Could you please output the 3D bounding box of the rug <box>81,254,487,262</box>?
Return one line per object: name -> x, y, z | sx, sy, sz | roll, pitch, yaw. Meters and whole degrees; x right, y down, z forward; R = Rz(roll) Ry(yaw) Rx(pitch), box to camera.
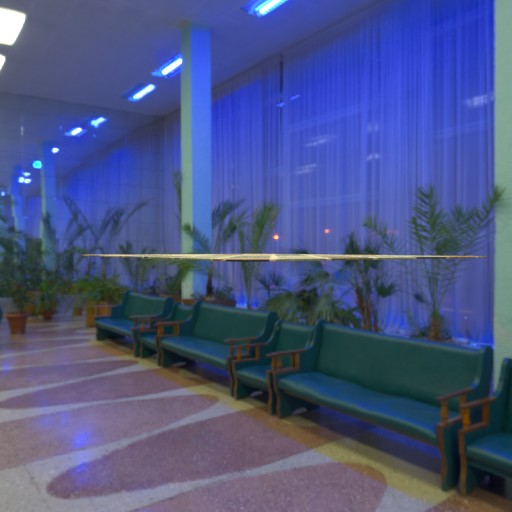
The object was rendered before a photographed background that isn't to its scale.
rug -> 0.000, 0.000, 4.254 | 2.439, 0.013, 3.200 | -1, 1, -35
